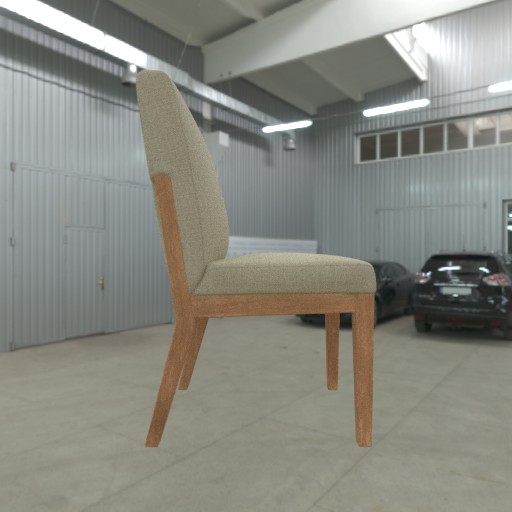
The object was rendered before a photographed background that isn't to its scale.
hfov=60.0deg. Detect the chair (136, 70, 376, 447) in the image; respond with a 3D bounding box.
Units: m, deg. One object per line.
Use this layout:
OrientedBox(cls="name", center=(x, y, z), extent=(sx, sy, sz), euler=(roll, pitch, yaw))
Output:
OrientedBox(cls="chair", center=(0.000, 0.000, 1.293), extent=(0.586, 0.911, 0.507), euler=(0, 0, 0))
